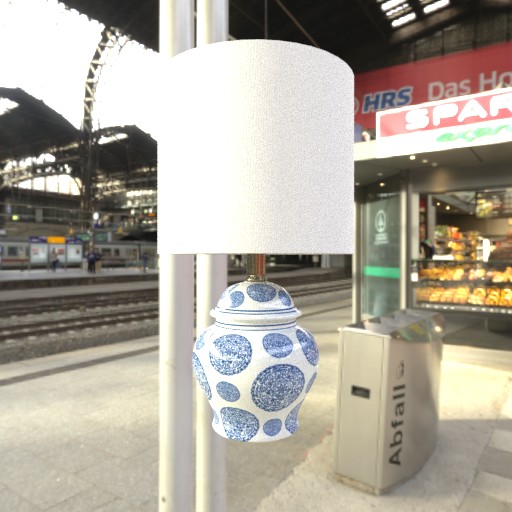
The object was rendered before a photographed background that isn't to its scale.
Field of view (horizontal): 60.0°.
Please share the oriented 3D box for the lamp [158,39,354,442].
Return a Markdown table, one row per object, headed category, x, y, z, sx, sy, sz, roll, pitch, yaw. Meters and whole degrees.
| category | x | y | z | sx | sy | sz | roll | pitch | yaw |
| --- | --- | --- | --- | --- | --- | --- | --- | --- | --- |
| lamp | 0.000 | 0.000 | 0.497 | 0.215 | 0.381 | 0.215 | 0 | 0 | 34 |
